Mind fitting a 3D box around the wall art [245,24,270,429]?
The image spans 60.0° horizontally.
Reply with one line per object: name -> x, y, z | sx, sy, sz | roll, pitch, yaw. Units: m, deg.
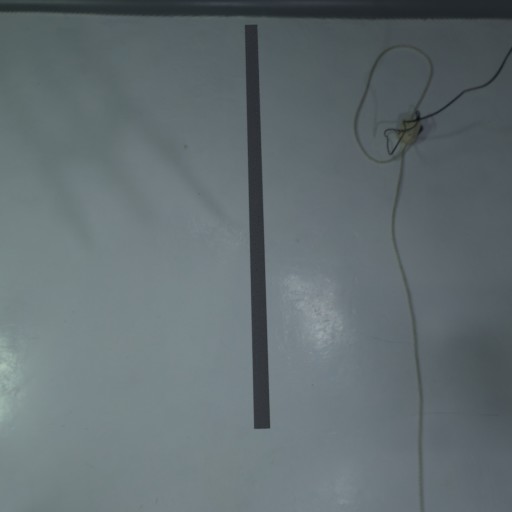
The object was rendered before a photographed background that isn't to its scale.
wall art -> 0.000, 0.000, 0.545 | 0.012, 0.357, 0.358 | -1, 75, 0
